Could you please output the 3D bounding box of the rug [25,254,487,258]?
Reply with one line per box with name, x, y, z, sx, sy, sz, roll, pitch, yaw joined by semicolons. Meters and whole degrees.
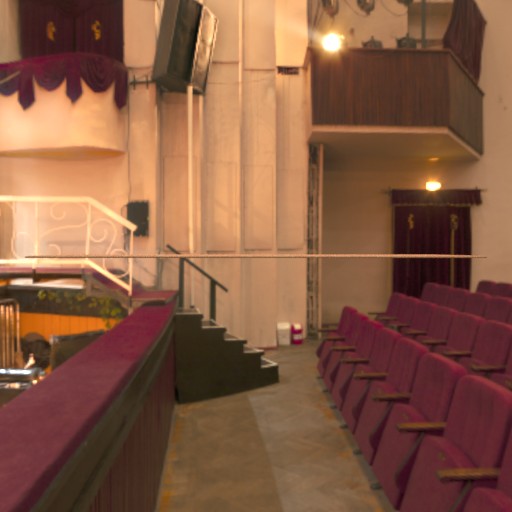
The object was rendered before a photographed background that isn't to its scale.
rug;0.000;0.000;2.431;2.196;0.011;0.662;0;1;0
